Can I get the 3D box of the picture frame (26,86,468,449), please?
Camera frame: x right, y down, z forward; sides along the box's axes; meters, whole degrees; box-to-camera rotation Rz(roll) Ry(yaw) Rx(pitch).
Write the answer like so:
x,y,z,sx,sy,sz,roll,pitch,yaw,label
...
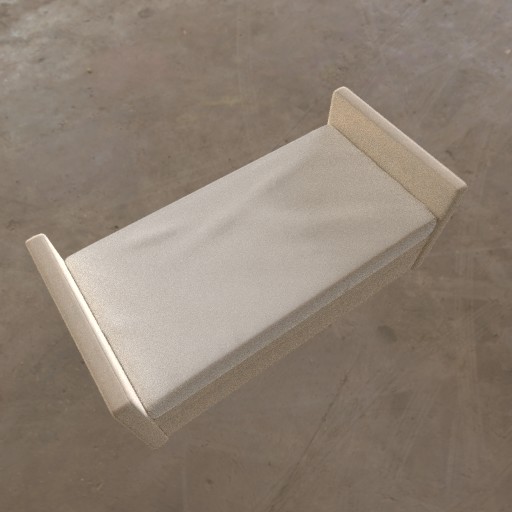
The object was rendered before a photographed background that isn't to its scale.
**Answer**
x,y,z,sx,sy,sz,roll,pitch,yaw,label
0.000,0.000,2.732,2.161,0.891,1.069,-31,63,-18,picture frame
